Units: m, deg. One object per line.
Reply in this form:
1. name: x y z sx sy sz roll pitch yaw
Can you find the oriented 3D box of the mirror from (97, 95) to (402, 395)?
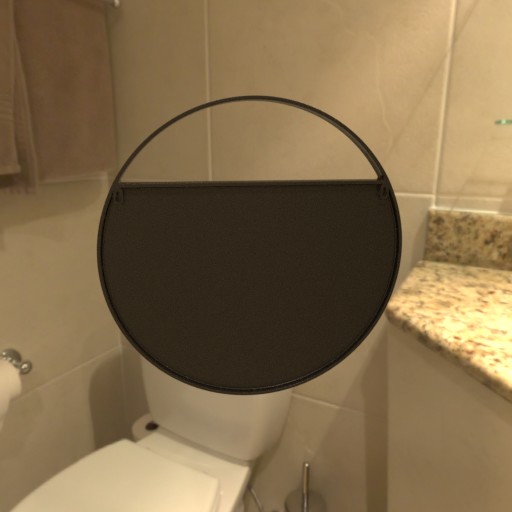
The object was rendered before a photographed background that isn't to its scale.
1. mirror: 0.000 0.000 0.830 0.565 0.565 0.032 -2 15 -8
